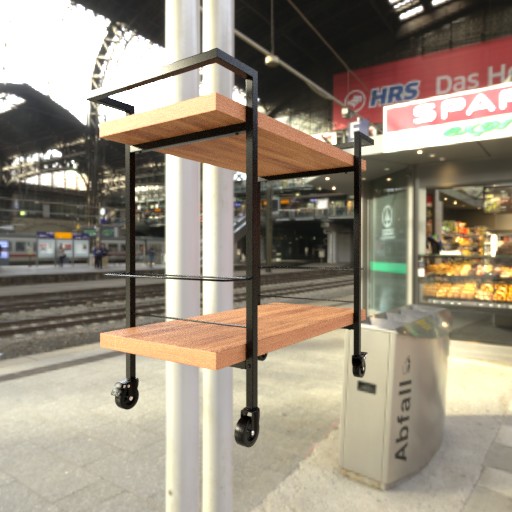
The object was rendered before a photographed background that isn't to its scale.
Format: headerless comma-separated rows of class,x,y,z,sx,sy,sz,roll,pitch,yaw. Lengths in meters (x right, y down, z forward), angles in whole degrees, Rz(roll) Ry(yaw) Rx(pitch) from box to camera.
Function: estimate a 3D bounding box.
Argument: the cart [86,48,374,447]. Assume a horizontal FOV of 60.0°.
cart,0.000,0.000,1.246,0.406,0.762,0.806,0,1,35
